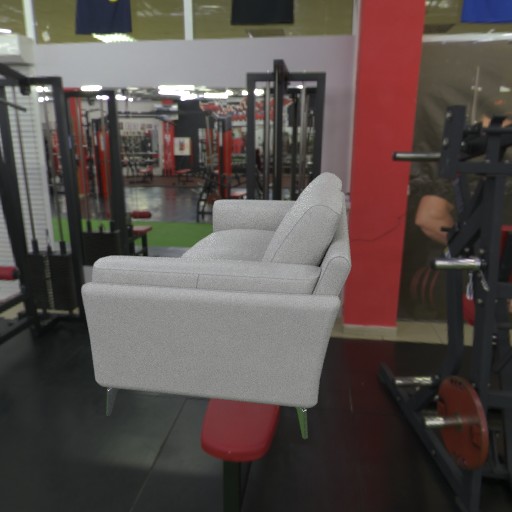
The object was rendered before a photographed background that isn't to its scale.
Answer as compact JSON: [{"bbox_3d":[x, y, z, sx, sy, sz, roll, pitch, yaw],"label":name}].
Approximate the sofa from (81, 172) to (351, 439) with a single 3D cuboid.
[{"bbox_3d":[0.000,0.000,2.665,1.049,0.930,2.101,3,15,10],"label":"sofa"}]
